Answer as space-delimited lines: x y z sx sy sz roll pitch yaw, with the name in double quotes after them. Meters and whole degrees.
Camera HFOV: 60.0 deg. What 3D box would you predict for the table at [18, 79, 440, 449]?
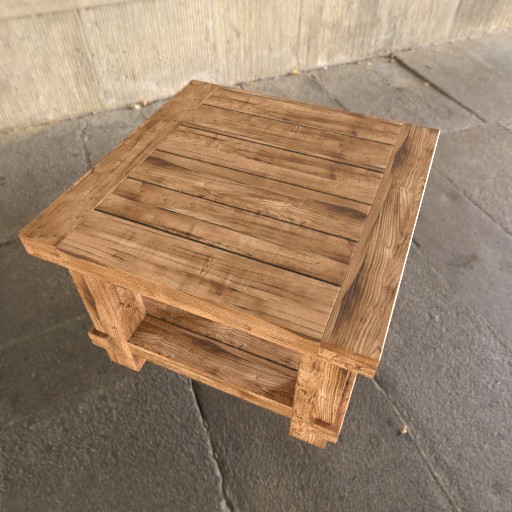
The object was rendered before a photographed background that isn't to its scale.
0.000 0.000 1.018 0.610 0.457 0.610 17 49 15 "table"
